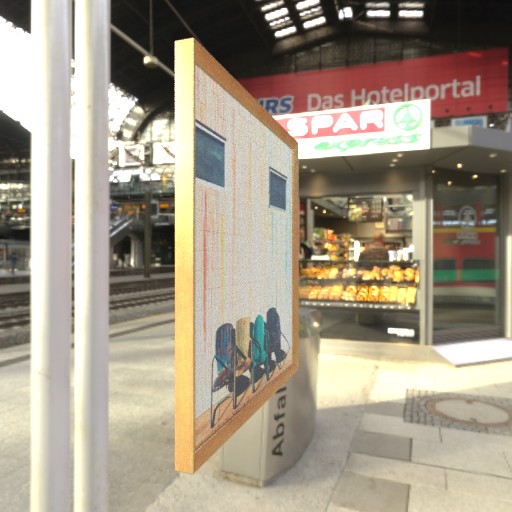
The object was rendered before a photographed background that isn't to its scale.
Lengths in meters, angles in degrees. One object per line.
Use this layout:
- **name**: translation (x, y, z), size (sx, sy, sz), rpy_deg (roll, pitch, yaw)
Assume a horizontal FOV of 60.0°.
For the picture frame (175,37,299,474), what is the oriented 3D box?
- **picture frame**: translation (0.000, 0.000, 1.135), size (0.037, 0.761, 0.758), rpy_deg (0, 0, 19)
